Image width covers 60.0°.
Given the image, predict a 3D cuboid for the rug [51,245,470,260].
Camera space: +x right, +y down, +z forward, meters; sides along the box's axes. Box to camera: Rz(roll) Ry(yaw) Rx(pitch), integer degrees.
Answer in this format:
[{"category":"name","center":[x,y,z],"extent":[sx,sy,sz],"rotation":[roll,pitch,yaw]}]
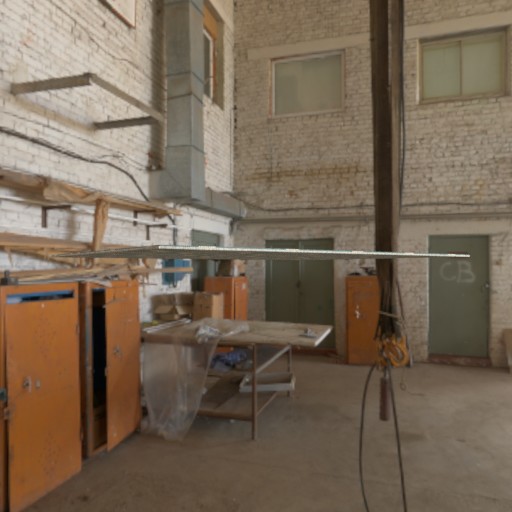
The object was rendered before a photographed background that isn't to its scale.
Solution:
[{"category":"rug","center":[0.000,0.000,4.137],"extent":[3.049,0.021,2.466],"rotation":[1,-2,-36]}]
